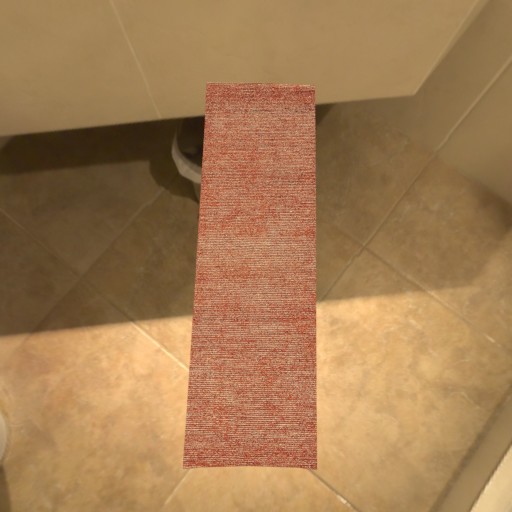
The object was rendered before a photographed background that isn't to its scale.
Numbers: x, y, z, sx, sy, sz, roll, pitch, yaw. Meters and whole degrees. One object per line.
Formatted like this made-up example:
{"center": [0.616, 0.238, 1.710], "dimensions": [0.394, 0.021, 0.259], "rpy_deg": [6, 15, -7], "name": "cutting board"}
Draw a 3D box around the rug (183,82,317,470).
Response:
{"center": [0.000, 0.000, 2.641], "dimensions": [0.718, 0.013, 2.353], "rpy_deg": [2, 76, 0], "name": "rug"}
